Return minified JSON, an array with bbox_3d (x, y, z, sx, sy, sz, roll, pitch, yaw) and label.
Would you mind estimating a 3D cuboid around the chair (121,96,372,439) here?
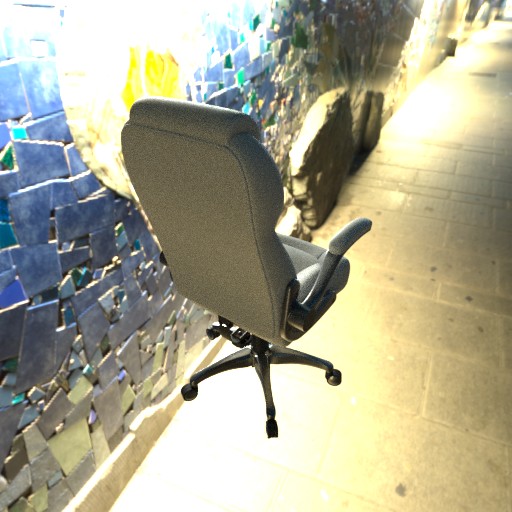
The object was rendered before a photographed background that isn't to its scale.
[{"bbox_3d":[0.000,0.000,1.825,0.755,1.330,0.806,21,37,32],"label":"chair"}]
